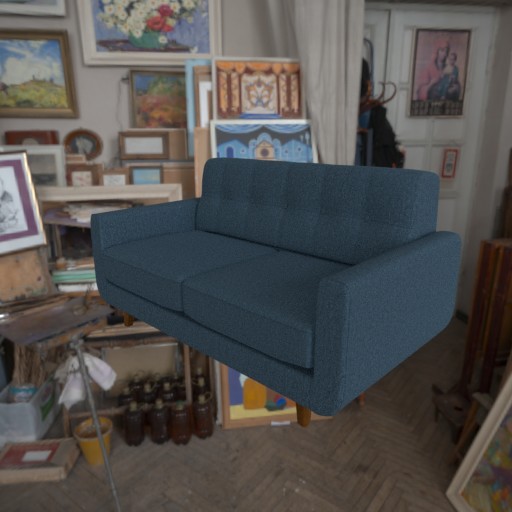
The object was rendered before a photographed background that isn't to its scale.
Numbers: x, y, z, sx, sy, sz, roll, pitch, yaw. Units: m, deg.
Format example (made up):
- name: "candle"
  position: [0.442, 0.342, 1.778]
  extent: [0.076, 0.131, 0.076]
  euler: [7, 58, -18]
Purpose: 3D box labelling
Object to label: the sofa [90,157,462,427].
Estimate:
- name: "sofa"
  position: [0.000, 0.000, 2.217]
  extent: [1.651, 0.896, 0.942]
  euler: [15, 22, 42]
